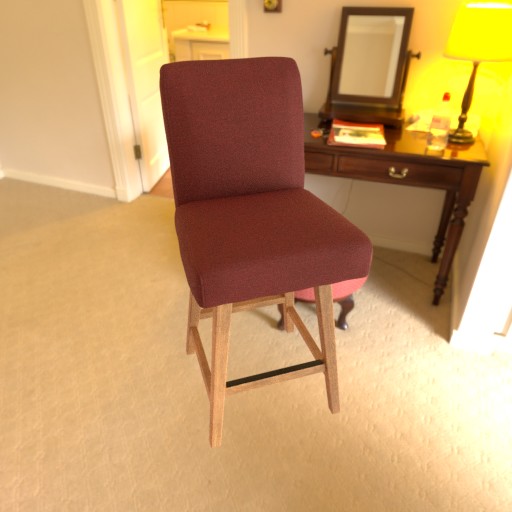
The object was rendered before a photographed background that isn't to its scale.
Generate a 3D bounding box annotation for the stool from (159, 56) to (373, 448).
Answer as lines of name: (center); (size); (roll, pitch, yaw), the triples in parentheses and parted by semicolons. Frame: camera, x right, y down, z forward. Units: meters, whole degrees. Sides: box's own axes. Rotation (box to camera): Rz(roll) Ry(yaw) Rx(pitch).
stool: (0.000, 0.000, 1.347); (0.468, 1.038, 0.562); (-10, 34, -15)
